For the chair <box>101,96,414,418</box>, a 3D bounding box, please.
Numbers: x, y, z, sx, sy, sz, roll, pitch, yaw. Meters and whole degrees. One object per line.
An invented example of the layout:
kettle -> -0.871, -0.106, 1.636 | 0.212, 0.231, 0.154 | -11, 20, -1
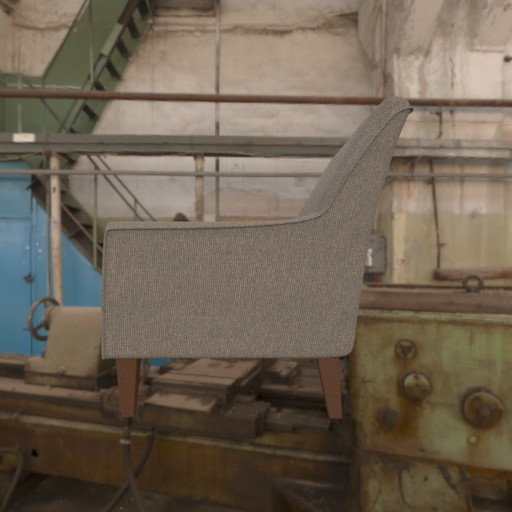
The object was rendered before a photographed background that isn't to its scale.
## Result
chair -> 0.000, 0.000, 1.629 | 0.899, 0.919, 0.780 | 0, 1, 0
